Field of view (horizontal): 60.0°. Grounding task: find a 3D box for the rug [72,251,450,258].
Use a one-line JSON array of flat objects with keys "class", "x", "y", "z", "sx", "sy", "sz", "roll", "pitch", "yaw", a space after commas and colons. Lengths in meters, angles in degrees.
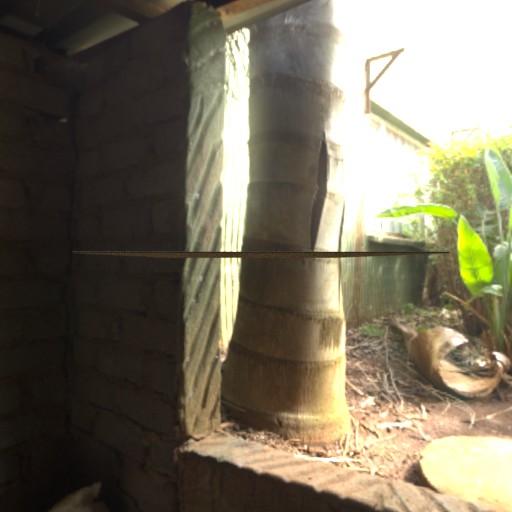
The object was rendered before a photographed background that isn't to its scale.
[{"class": "rug", "x": 0.000, "y": 0.000, "z": 2.925, "sx": 1.522, "sy": 0.006, "sz": 2.286, "roll": 0, "pitch": -1, "yaw": -1}]
